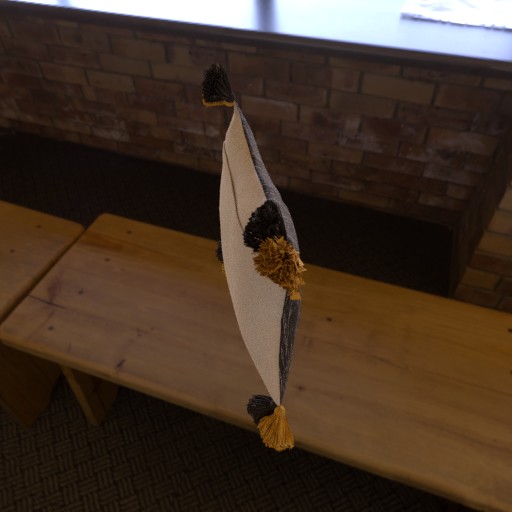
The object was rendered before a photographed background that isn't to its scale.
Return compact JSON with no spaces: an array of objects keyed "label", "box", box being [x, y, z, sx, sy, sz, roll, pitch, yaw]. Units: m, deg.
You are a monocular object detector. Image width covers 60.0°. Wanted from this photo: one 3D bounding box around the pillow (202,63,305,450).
[{"label":"pillow","box":[0.000,0.000,0.969,0.139,0.659,0.654,-9,46,-8]}]
